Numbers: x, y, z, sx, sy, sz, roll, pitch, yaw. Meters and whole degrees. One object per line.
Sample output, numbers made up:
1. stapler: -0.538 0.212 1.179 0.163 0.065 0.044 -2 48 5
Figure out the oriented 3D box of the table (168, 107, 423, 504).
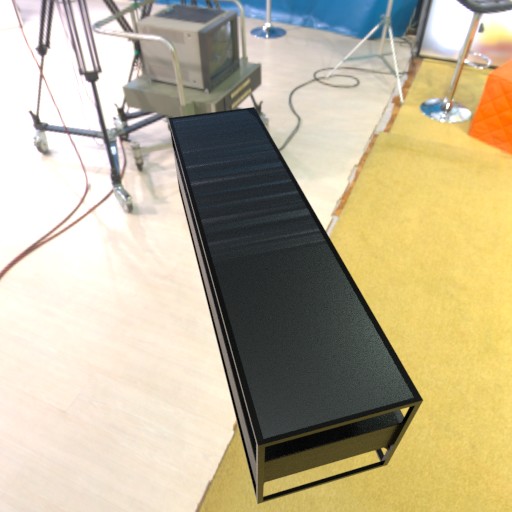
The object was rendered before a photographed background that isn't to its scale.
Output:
1. table: 0.000 0.000 1.625 0.399 0.395 1.486 -11 46 -11
